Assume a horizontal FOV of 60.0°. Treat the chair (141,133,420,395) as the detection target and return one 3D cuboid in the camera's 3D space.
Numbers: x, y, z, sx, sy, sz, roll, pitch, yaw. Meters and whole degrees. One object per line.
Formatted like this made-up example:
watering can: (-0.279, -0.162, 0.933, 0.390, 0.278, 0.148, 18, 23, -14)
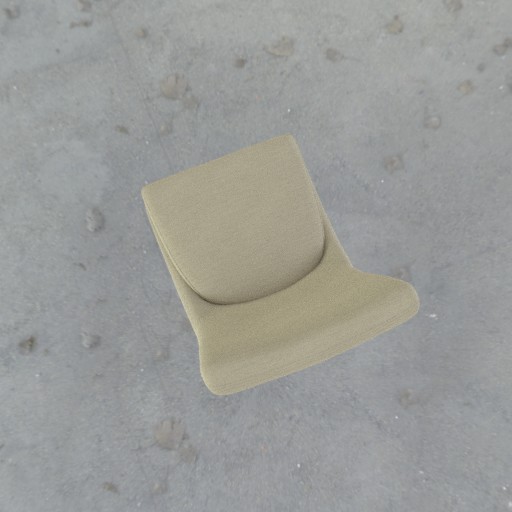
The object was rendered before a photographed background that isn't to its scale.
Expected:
chair: (0.000, 0.000, 1.281, 0.515, 0.940, 0.638, -21, 78, -5)
